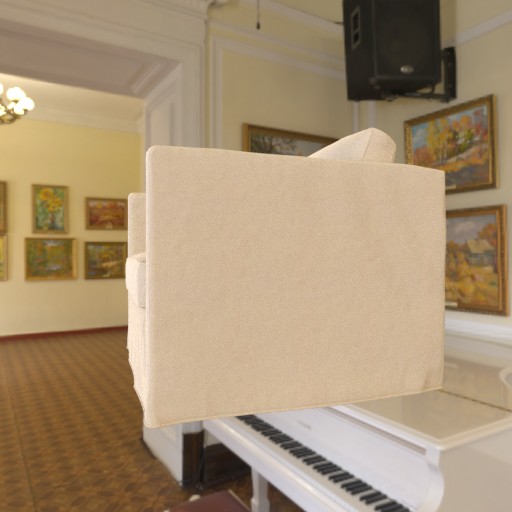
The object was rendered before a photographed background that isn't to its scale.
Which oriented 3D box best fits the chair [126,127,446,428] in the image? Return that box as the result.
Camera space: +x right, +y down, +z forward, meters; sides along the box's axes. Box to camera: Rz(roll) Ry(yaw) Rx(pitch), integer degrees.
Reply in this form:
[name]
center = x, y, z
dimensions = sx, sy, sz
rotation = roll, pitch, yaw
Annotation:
[chair]
center = 0.000, 0.000, 1.729
dimensions = 0.947, 0.851, 1.057
rotation = 0, 0, -19
